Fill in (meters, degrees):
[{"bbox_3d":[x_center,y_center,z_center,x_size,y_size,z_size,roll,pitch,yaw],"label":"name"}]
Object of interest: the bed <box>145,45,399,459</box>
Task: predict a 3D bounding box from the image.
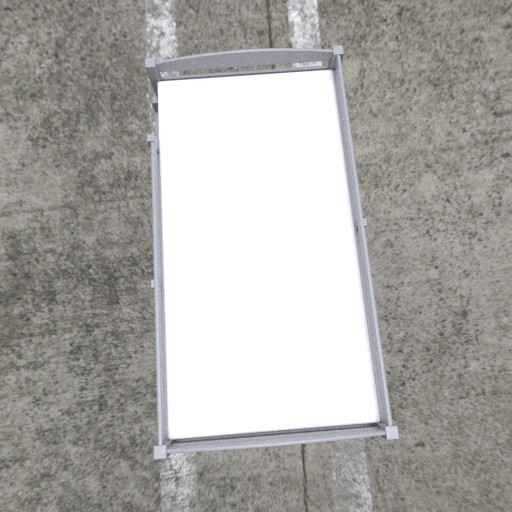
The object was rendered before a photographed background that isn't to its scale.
[{"bbox_3d":[0.000,0.000,2.708,1.105,1.206,2.013,-4,76,-1],"label":"bed"}]
